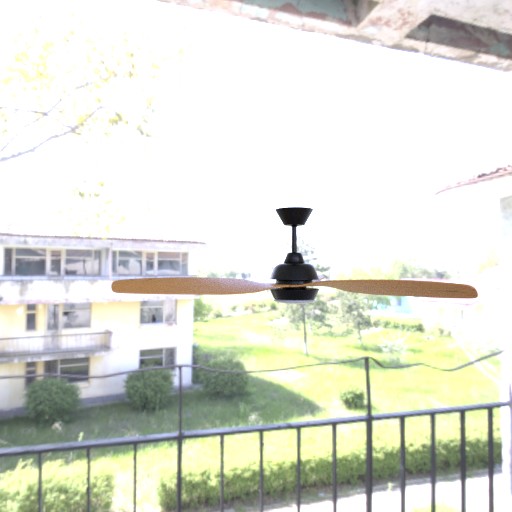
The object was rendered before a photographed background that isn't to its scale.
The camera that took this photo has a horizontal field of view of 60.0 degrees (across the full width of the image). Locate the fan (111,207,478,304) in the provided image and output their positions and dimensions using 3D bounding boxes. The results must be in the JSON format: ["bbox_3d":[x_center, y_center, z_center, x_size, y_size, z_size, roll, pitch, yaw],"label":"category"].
[{"bbox_3d":[0.000,0.000,1.625,1.010,0.355,1.142,0,-1,-16],"label":"fan"}]
